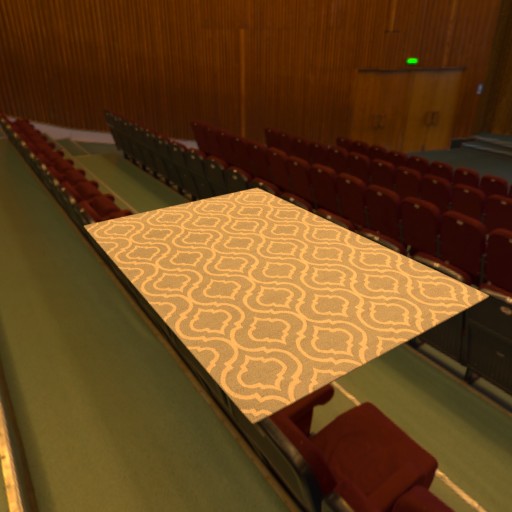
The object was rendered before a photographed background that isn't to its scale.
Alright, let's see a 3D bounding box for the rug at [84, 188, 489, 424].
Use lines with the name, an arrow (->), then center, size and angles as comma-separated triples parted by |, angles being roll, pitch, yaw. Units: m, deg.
rug -> 0.000, 0.000, 2.647 | 1.451, 0.010, 2.080 | -17, 32, -30
